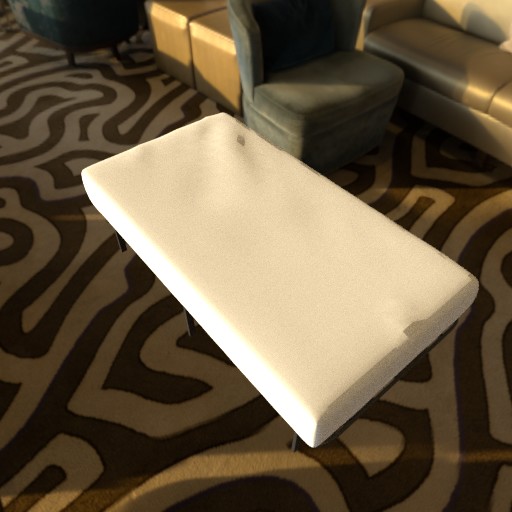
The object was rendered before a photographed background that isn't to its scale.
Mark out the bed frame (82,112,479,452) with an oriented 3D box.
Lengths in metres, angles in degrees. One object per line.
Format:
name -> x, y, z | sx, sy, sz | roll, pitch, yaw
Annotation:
bed frame -> 0.000, 0.000, 2.391 | 1.025, 0.640, 1.908 | -31, 54, -26
